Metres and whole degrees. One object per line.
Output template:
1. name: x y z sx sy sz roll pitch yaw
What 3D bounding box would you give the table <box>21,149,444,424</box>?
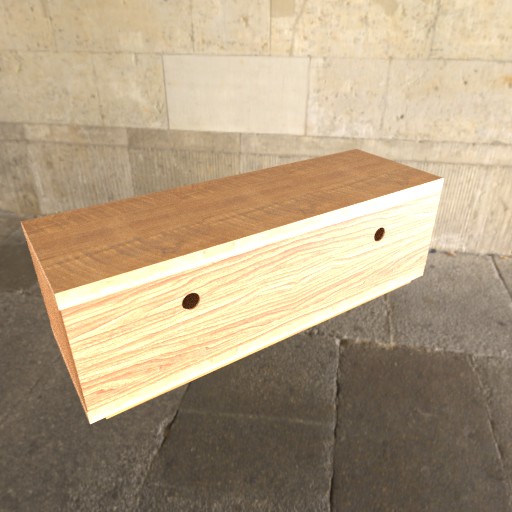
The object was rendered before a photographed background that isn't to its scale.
1. table: 0.000 0.000 1.735 1.499 0.491 0.499 -18 34 -29
